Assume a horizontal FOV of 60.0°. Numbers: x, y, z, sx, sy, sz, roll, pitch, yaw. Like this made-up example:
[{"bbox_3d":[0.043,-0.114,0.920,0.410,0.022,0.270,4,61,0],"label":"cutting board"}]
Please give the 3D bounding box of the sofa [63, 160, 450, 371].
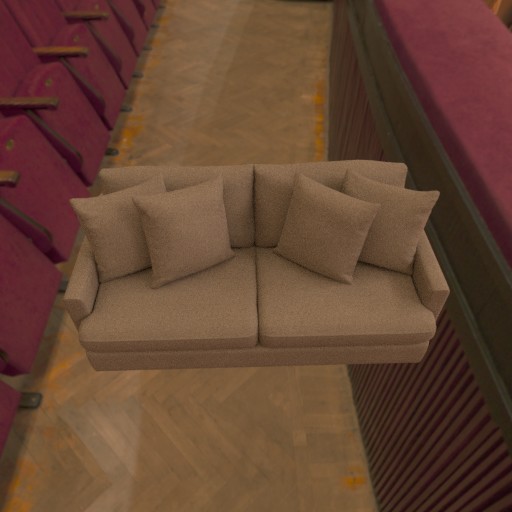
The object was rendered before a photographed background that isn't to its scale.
[{"bbox_3d":[0.000,0.000,3.080,2.380,1.084,1.228,-1,46,-1],"label":"sofa"}]
